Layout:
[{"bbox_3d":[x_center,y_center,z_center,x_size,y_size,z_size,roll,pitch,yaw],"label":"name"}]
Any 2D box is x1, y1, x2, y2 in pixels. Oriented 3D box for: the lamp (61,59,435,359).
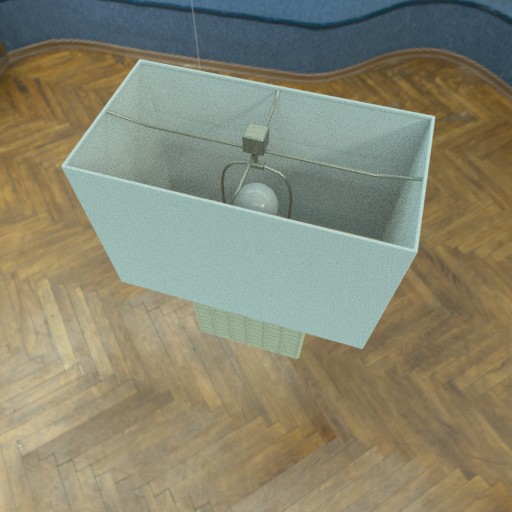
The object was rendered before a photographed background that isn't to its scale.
[{"bbox_3d":[0.000,0.000,0.705,0.380,0.515,0.200,14,59,9],"label":"lamp"}]
